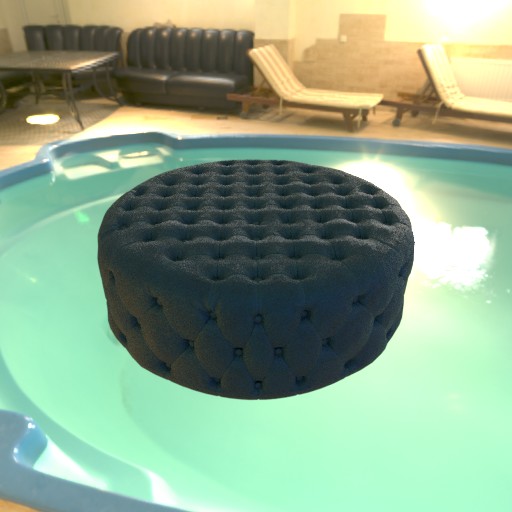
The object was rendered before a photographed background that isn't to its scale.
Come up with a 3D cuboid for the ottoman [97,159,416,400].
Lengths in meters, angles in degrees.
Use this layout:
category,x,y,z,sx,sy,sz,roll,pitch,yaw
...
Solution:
category,x,y,z,sx,sy,sz,roll,pitch,yaw
ottoman,0.000,0.000,1.505,0.998,0.398,0.998,0,32,0
